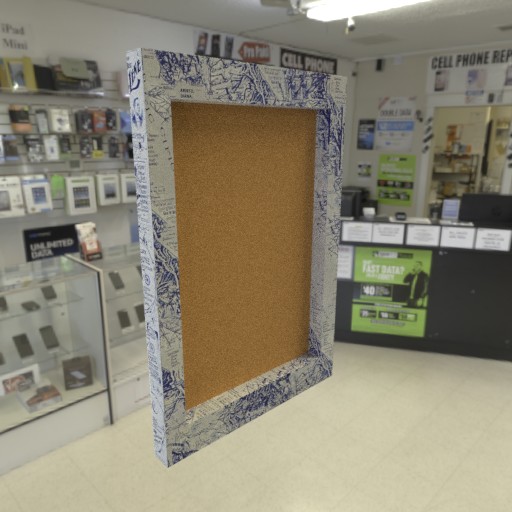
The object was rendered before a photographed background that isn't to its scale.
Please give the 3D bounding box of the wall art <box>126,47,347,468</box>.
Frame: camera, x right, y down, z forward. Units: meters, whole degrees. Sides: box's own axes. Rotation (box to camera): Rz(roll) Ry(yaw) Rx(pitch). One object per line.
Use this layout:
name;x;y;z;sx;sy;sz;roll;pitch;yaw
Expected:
wall art;0.000;0.000;0.756;0.408;0.601;0.040;-14;20;-41
